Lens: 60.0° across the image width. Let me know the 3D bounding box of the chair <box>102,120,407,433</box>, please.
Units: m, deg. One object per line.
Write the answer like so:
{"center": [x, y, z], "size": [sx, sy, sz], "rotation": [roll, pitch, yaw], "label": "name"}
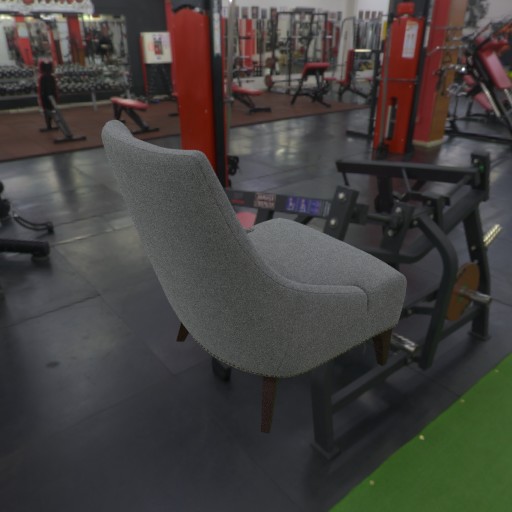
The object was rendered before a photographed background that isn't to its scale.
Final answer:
{"center": [0.000, 0.000, 1.527], "size": [0.861, 0.909, 0.701], "rotation": [-18, 32, -32], "label": "chair"}
